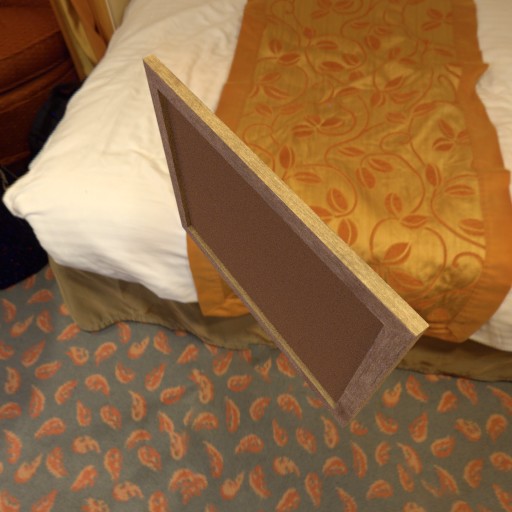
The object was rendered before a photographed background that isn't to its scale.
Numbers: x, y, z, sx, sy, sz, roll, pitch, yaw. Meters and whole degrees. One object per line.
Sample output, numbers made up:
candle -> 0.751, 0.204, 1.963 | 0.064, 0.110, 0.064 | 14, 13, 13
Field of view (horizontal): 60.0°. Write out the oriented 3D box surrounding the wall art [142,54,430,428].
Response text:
wall art -> 0.000, 0.000, 0.915 | 0.026, 0.535, 0.690 | -32, 63, -19
